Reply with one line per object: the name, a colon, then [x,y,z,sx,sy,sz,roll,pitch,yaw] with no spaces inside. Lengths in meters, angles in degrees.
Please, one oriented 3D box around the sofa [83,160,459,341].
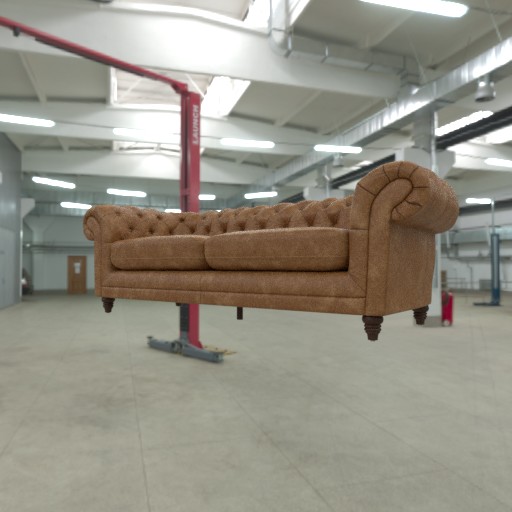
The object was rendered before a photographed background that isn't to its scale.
sofa: [0.000,0.000,2.763,2.365,0.760,0.989,-1,-2,37]
